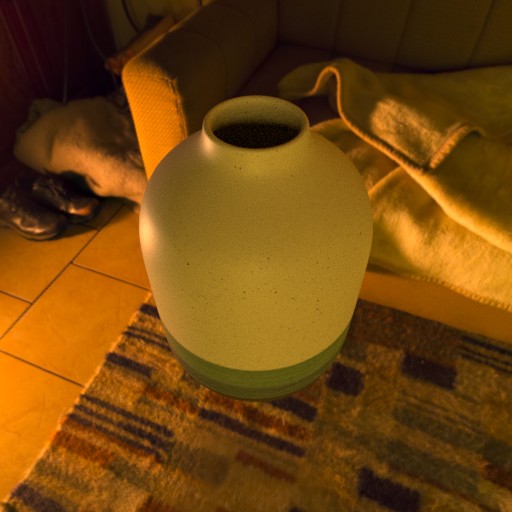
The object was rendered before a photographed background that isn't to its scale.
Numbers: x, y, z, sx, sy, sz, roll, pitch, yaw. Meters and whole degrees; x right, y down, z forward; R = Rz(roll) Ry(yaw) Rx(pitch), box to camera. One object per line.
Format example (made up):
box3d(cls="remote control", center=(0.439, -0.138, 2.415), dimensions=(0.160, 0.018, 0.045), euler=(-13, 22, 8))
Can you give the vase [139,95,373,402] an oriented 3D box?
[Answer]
box3d(cls="vase", center=(0.000, 0.000, 0.354), dimensions=(0.169, 0.240, 0.169), euler=(0, 48, 0))
